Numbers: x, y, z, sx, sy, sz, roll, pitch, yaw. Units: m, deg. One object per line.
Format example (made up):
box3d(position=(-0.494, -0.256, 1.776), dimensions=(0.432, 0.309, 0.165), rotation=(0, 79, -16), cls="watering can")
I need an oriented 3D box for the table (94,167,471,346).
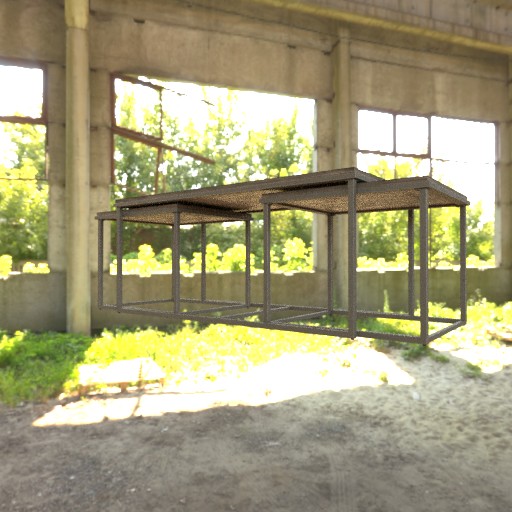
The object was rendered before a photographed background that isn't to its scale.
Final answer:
box3d(position=(0.000, 0.000, 1.568), dimensions=(1.312, 0.427, 0.489), rotation=(-1, -1, 37), cls="table")
